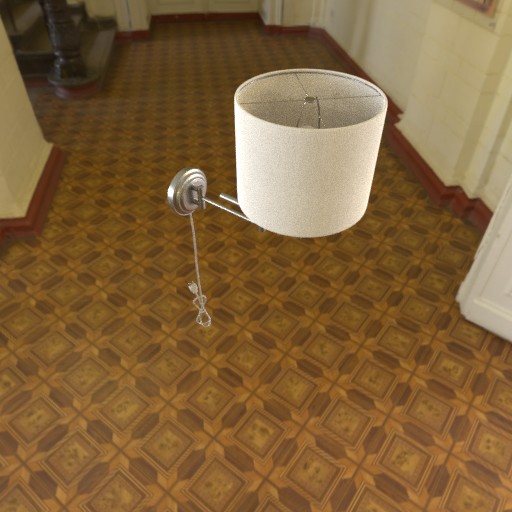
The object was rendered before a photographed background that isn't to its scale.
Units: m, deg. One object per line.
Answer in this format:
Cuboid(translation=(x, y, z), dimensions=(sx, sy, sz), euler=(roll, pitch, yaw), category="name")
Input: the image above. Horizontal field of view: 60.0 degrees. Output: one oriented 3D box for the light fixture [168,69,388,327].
Cuboid(translation=(0.000, 0.000, 1.070), dimensions=(0.479, 0.842, 0.253), euler=(27, 48, 26), category="light fixture")
